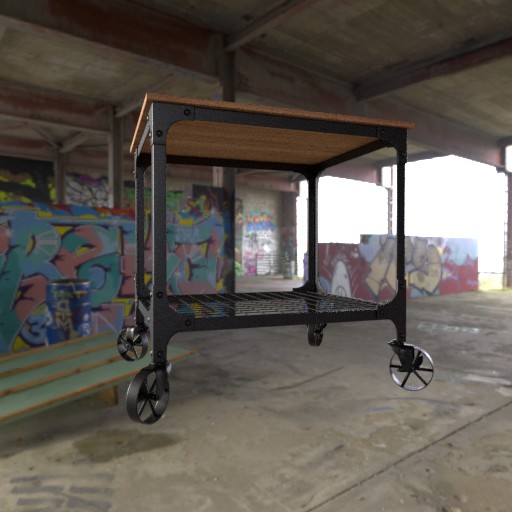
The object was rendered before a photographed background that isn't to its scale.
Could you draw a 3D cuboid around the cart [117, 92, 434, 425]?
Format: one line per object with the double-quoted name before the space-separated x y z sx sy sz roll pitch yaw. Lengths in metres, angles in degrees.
"cart" 0.000 0.000 1.132 0.666 0.603 0.558 0 1 -19
